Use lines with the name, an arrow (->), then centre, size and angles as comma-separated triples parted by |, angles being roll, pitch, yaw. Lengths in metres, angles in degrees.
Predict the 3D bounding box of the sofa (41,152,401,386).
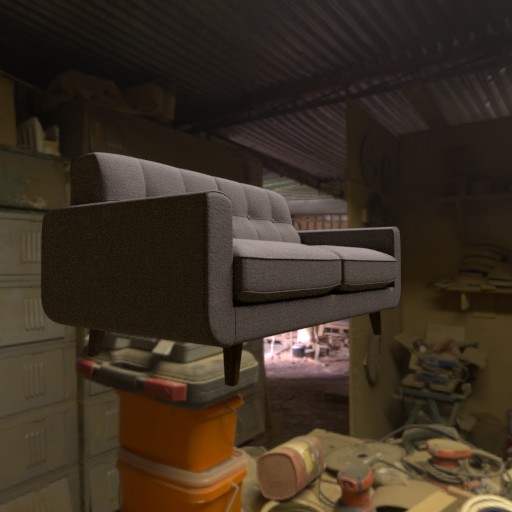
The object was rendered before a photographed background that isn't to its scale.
sofa -> 0.000, 0.000, 2.121 | 0.909, 0.841, 1.631 | -1, -1, 36
